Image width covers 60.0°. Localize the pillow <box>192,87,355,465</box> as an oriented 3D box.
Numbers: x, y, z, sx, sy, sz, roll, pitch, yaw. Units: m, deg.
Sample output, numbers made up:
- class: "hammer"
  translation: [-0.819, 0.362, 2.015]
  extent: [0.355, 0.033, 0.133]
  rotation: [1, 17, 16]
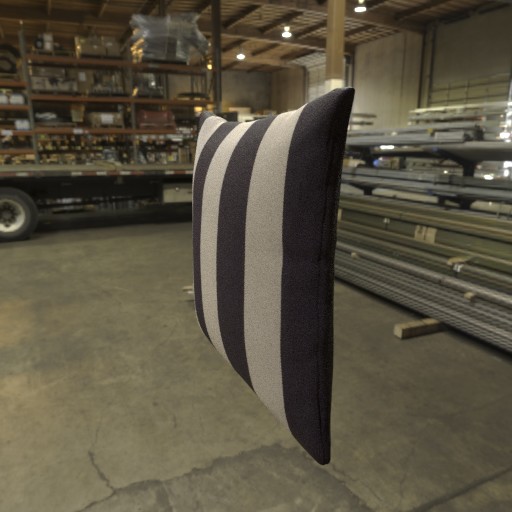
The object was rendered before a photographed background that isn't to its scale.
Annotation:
- class: "pillow"
  translation: [0.000, 0.000, 0.801]
  extent: [0.189, 0.526, 0.536]
  rotation: [-7, 16, -25]
